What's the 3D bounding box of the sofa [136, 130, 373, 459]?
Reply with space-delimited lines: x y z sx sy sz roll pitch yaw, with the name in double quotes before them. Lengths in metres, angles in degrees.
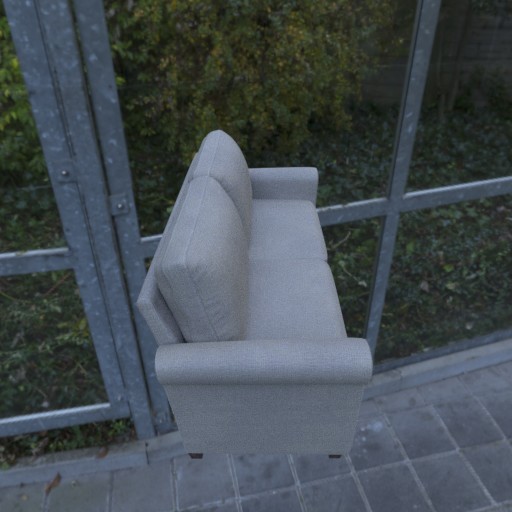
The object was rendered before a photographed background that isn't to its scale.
"sofa" 0.000 0.000 2.421 0.842 0.942 1.935 0 31 1
